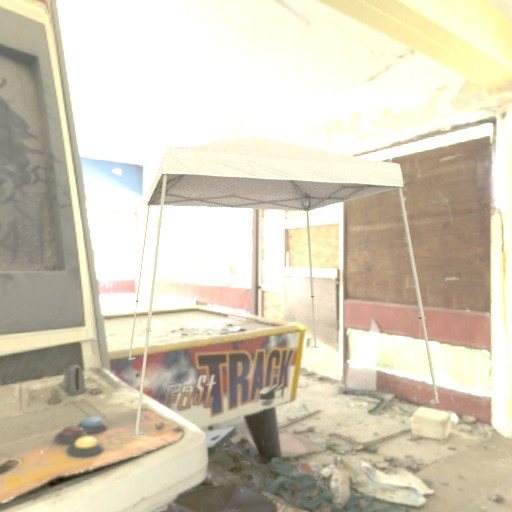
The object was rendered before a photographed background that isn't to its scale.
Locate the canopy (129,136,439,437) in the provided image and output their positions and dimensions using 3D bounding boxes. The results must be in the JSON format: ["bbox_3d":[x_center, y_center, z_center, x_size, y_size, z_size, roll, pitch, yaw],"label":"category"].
[{"bbox_3d":[0.000,0.000,6.626,3.600,3.600,3.599,0,0,-17],"label":"canopy"}]
